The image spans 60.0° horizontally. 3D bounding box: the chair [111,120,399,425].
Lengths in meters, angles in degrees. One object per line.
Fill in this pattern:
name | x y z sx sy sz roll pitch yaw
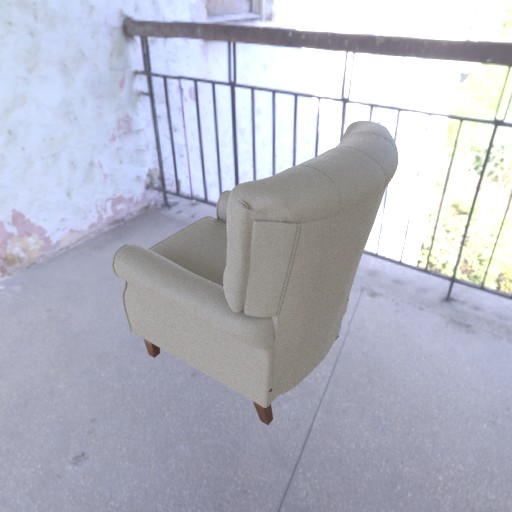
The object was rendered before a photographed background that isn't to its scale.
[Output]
chair | 0.000 0.000 1.982 1.059 1.158 0.943 21 38 29
